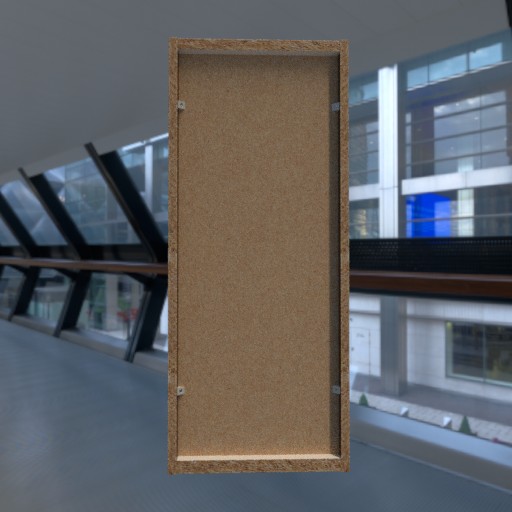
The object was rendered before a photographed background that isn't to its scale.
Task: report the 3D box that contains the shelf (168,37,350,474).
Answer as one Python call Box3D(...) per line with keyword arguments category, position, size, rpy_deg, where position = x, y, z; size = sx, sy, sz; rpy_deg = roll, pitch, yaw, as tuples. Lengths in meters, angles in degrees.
Box3D(category="shelf", position=(0.000, 0.000, 0.756), size=(0.253, 0.600, 0.290), rpy_deg=(0, -1, -2))
